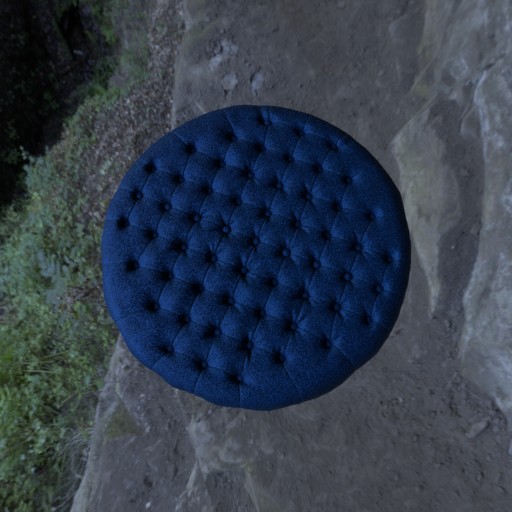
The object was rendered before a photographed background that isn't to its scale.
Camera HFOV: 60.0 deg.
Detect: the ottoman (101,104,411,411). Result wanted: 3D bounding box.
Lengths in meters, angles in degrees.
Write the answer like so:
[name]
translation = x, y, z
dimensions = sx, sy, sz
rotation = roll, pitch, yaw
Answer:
[ottoman]
translation = 0.000, 0.000, 1.524
dimensions = 0.998, 0.398, 0.998
rotation = 0, 76, 0
